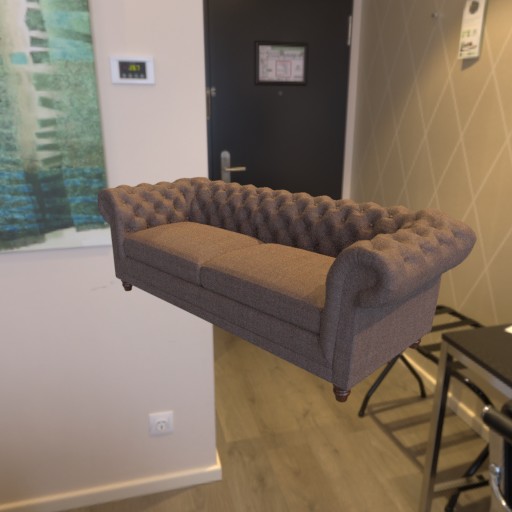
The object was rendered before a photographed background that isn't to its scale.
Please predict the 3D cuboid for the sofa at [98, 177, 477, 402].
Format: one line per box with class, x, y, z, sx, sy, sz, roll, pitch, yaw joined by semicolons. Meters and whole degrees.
sofa;0.000;0.000;2.819;0.944;0.787;2.385;-16;23;-42
